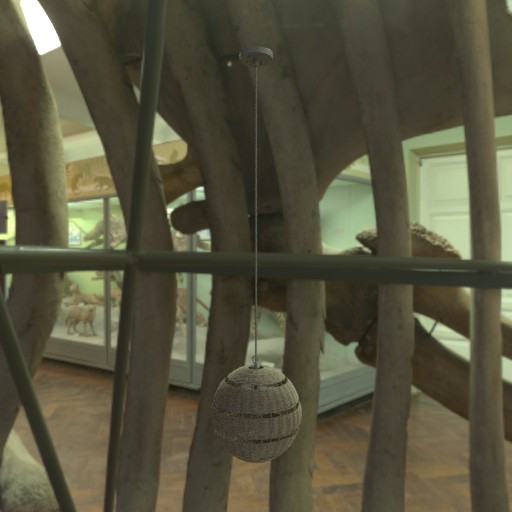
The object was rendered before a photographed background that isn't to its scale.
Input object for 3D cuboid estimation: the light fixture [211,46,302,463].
[{"bbox_3d":[0.000,0.000,2.224,0.457,2.019,0.457,0,1,35],"label":"light fixture"}]
